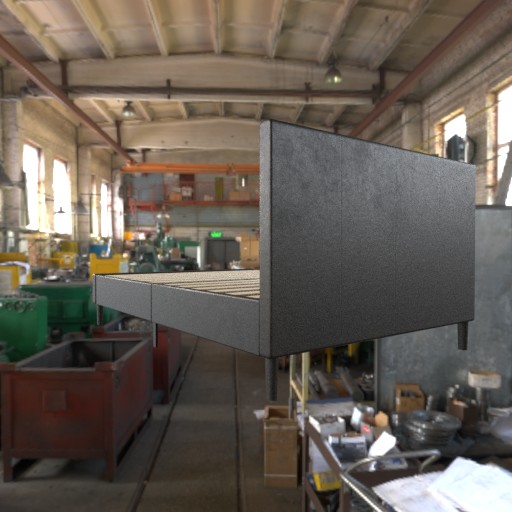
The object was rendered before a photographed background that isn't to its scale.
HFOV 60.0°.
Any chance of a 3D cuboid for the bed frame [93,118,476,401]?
[{"bbox_3d":[0.000,0.000,2.909,1.469,1.046,2.152,-1,1,-37],"label":"bed frame"}]
